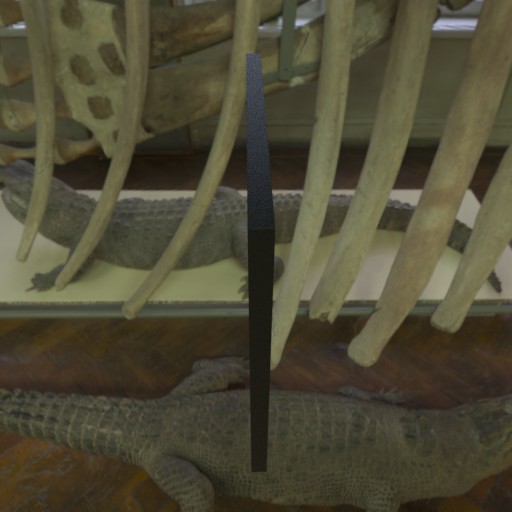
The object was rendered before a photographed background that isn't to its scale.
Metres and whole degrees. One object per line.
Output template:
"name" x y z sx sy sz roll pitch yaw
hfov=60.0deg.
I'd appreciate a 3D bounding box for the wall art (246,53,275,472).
"wall art" 0.000 0.000 1.140 0.038 0.762 0.762 -1 41 -1
